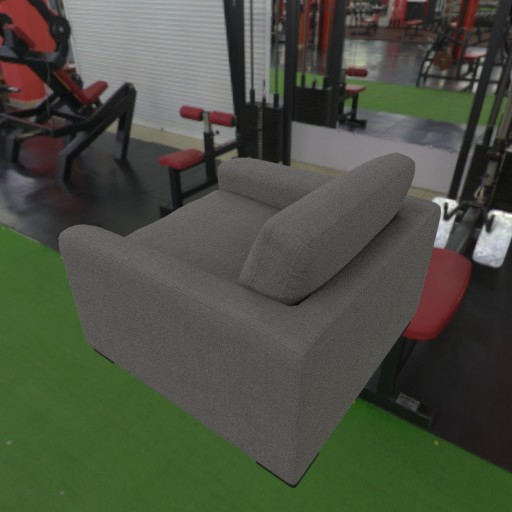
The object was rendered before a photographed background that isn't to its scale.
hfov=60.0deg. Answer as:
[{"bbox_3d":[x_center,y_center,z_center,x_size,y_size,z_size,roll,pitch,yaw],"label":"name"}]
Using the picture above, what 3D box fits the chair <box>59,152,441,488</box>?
[{"bbox_3d":[0.000,0.000,1.800,1.100,0.847,1.070,22,38,31],"label":"chair"}]
